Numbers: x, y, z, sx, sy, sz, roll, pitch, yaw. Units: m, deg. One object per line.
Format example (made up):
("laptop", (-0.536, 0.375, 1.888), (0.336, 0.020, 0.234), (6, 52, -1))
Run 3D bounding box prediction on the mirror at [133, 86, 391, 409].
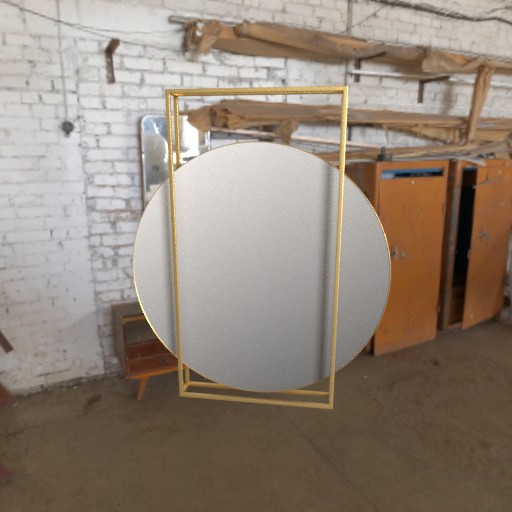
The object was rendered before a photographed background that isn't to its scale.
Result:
("mirror", (0.000, 0.000, 0.851), (0.508, 0.603, 0.051), (2, 14, 8))
